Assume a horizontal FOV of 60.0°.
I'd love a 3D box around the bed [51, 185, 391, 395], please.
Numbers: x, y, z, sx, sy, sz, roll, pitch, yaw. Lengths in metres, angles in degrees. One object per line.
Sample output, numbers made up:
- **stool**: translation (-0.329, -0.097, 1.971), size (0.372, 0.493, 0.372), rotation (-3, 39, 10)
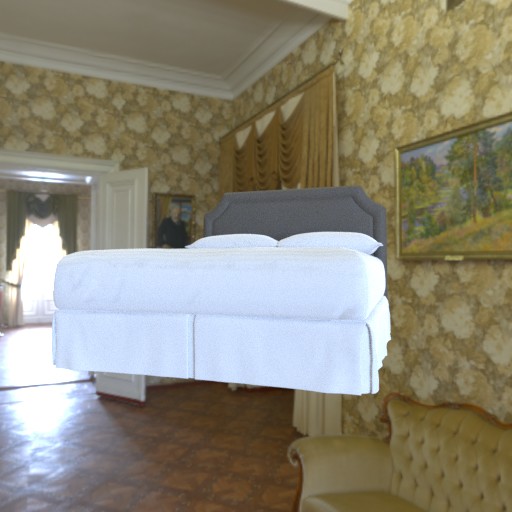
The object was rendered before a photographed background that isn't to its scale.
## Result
- **bed**: translation (0.000, 0.000, 3.844), size (2.194, 1.561, 2.536), rotation (0, -2, 18)
